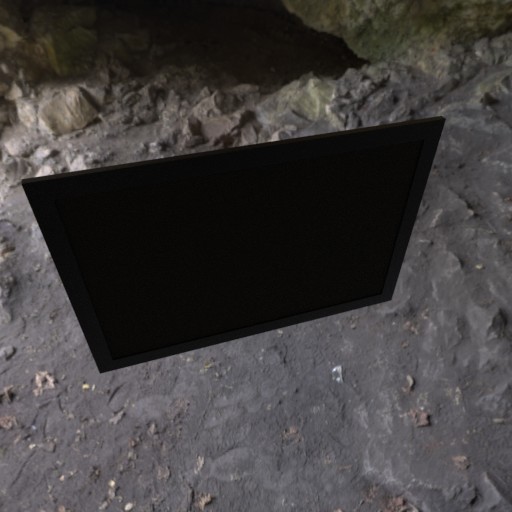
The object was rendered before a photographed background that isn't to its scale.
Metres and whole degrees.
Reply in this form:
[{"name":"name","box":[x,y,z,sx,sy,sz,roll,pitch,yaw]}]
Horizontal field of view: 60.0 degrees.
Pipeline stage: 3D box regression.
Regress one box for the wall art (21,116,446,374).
[{"name":"wall art","box":[0.000,0.000,0.818,0.660,0.447,0.013,-12,43,-13]}]
